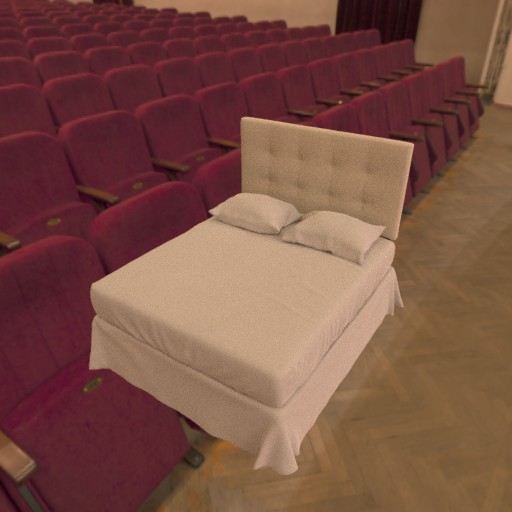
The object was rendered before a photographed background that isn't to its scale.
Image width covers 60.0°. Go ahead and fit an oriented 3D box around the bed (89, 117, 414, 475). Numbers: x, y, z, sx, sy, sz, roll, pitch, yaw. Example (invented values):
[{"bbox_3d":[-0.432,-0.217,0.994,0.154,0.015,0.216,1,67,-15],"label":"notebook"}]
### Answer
[{"bbox_3d":[0.000,0.000,3.505,1.936,1.577,2.222,19,35,29],"label":"bed"}]
